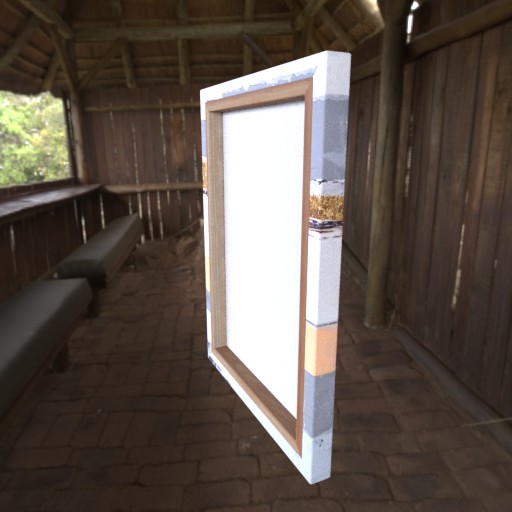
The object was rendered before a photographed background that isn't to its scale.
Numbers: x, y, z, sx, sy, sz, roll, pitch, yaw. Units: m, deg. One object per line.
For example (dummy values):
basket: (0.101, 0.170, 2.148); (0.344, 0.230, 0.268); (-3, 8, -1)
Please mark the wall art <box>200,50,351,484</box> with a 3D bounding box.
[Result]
wall art: (0.000, 0.000, 0.803); (0.038, 0.609, 0.456); (-7, 16, -25)
